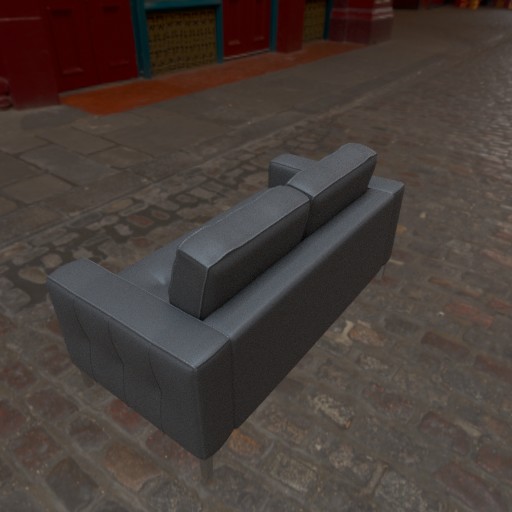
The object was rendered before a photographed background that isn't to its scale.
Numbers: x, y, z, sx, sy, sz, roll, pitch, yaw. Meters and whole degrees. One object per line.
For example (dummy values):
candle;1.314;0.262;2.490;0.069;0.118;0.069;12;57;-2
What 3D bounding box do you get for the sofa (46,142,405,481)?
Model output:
sofa;0.000;0.000;2.190;0.833;0.893;1.726;22;39;30
